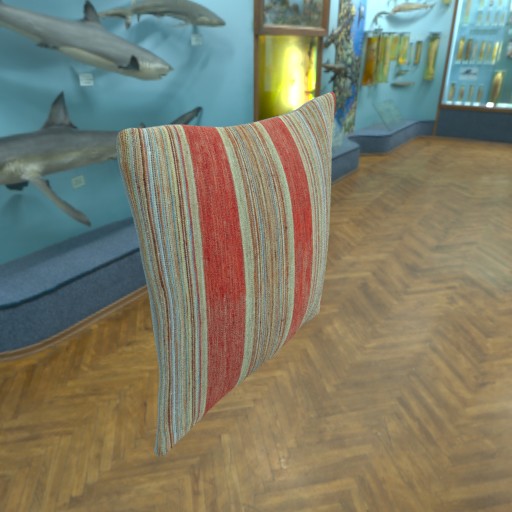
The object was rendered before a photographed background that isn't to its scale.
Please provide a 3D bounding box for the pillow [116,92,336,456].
[{"bbox_3d":[0.000,0.000,0.644,0.136,0.419,0.437,17,30,32],"label":"pillow"}]
